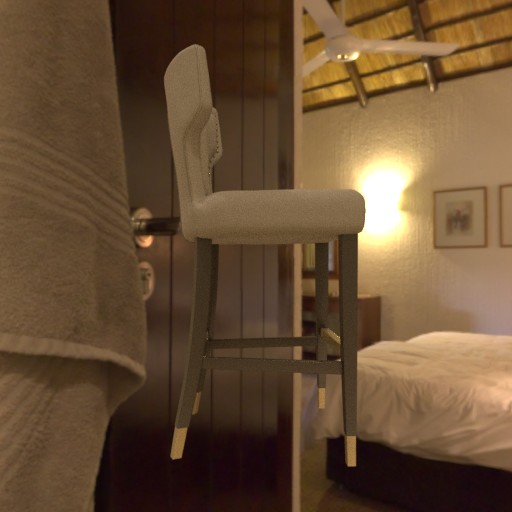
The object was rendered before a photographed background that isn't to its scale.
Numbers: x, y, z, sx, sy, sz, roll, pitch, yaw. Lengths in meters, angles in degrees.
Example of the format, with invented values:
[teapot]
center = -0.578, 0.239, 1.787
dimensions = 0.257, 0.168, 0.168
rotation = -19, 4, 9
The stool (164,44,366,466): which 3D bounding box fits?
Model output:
[stool]
center = 0.000, 0.000, 1.384
dimensions = 0.563, 1.092, 0.526
rotation = 0, -1, -1
